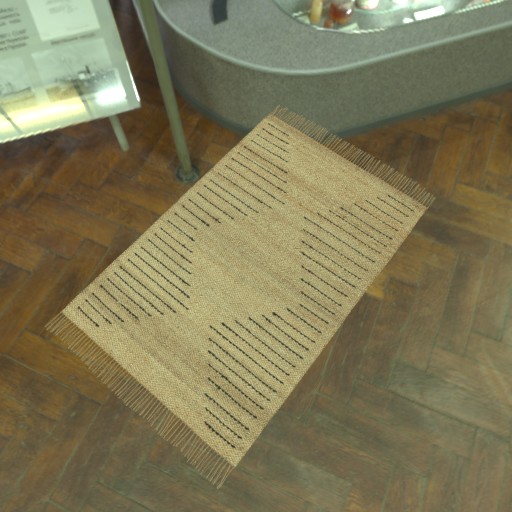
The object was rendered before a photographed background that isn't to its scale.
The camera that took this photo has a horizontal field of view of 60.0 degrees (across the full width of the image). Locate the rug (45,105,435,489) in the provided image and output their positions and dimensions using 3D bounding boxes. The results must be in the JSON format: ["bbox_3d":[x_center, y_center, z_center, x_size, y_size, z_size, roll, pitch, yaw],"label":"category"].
[{"bbox_3d":[0.000,0.000,2.543,1.224,0.027,2.085,36,69,16],"label":"rug"}]
